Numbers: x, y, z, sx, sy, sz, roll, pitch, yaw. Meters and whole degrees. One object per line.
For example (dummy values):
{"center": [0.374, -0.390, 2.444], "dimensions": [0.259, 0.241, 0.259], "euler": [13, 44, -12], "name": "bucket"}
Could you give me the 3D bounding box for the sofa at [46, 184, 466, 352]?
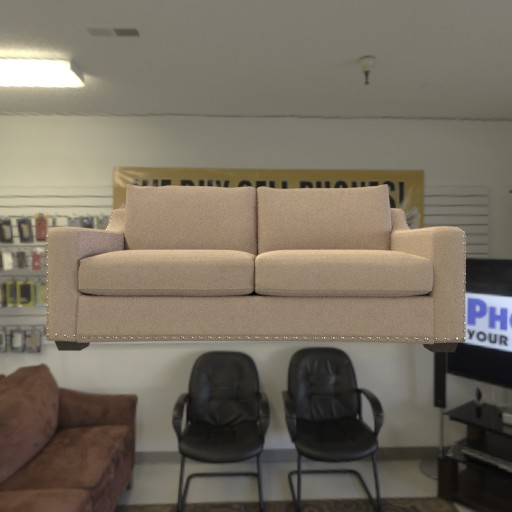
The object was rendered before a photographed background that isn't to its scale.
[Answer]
{"center": [0.000, 0.000, 2.538], "dimensions": [1.967, 0.901, 1.030], "euler": [0, 1, 1], "name": "sofa"}
